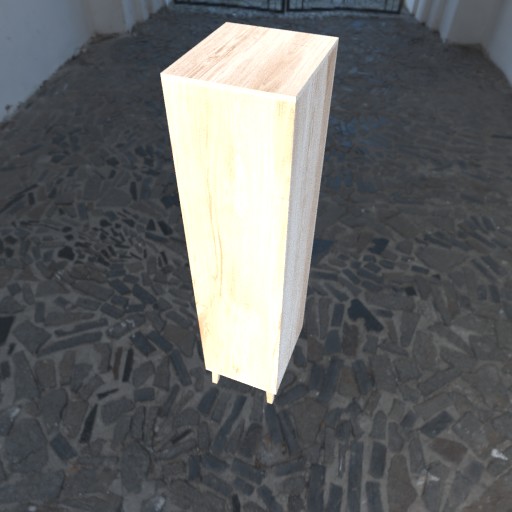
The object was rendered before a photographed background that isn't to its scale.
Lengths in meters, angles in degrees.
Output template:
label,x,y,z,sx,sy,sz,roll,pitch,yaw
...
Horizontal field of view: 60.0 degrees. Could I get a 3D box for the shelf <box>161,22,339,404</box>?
label,x,y,z,sx,sy,sz,roll,pitch,yaw
shelf,0.000,0.000,2.209,0.450,1.960,0.510,16,47,15
